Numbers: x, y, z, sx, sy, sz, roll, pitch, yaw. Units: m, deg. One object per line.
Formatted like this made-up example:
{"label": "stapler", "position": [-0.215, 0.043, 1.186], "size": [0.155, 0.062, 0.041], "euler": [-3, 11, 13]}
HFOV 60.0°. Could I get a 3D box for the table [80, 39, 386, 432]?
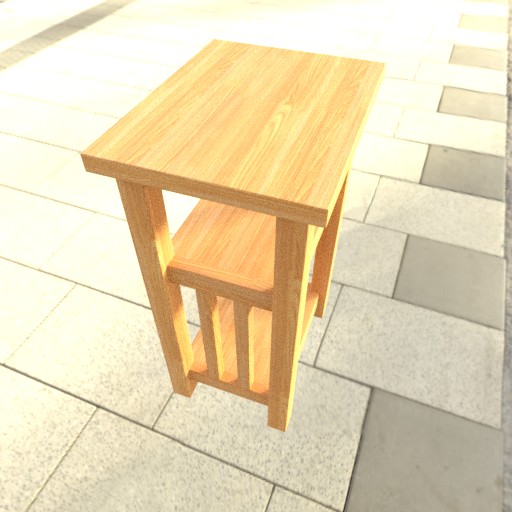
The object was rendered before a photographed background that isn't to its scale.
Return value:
{"label": "table", "position": [0.000, 0.000, 0.748], "size": [0.270, 0.550, 0.350], "euler": [15, 47, 14]}
